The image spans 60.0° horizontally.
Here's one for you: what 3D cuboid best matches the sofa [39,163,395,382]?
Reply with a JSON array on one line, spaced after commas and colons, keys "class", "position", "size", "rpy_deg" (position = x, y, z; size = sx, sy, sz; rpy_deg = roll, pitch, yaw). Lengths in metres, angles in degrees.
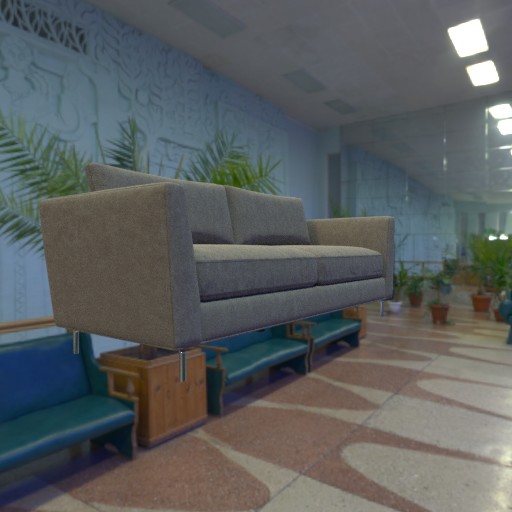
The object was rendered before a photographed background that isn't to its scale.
[{"class": "sofa", "position": [0.000, 0.000, 2.558], "size": [0.889, 0.864, 2.121], "rpy_deg": [1, 1, 37]}]
